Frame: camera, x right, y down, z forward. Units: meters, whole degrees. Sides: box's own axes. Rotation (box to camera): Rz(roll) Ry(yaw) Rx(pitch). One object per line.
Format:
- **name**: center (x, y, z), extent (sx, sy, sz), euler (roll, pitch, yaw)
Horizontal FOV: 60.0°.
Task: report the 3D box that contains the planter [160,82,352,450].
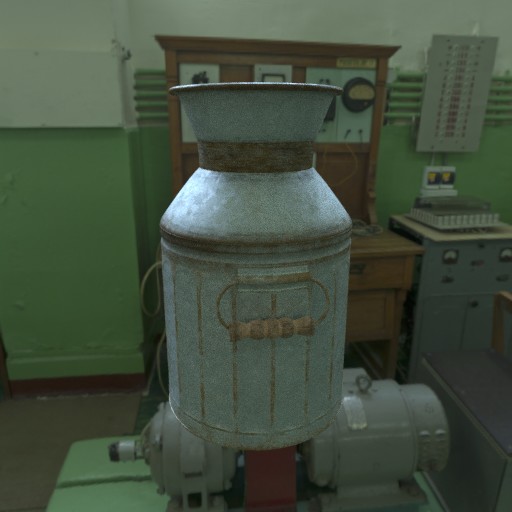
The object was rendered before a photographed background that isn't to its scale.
- **planter**: center (0.000, 0.000, 0.507), extent (0.215, 0.358, 0.248), euler (-3, 17, -9)
